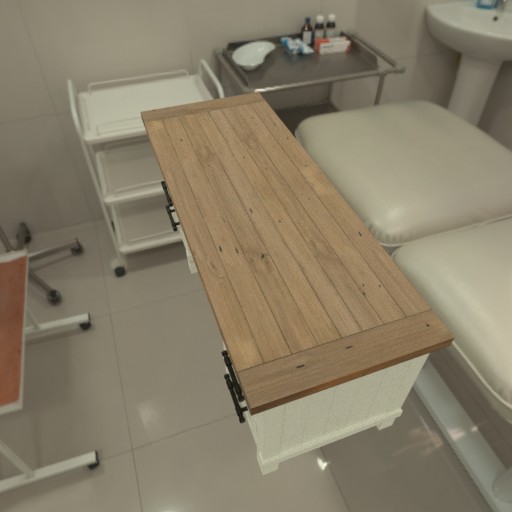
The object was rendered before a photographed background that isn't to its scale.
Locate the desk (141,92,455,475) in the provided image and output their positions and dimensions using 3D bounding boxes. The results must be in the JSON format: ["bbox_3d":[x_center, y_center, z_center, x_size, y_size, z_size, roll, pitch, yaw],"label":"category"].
[{"bbox_3d":[0.000,0.000,2.190,0.688,0.760,1.803,-15,48,-14],"label":"desk"}]
